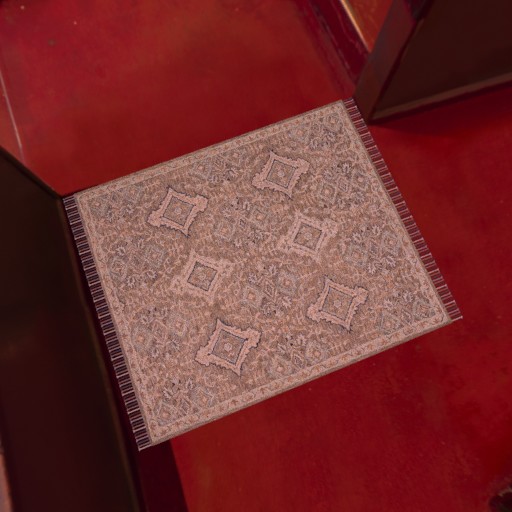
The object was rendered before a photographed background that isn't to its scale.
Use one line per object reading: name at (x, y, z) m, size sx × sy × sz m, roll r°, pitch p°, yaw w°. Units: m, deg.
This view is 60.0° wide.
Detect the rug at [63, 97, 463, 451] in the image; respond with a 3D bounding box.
rug at (0.000, 0.000, 4.135) m, size 3.056 × 0.010 × 2.437 m, roll -21°, pitch 77°, yaw -5°
